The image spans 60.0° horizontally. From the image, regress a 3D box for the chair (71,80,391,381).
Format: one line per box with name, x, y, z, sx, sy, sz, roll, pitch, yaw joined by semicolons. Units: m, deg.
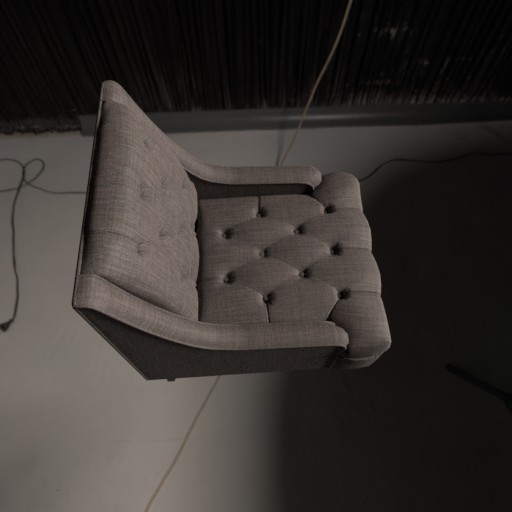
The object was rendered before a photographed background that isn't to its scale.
chair;0.000;0.000;1.401;0.771;0.891;0.655;-3;62;-2
